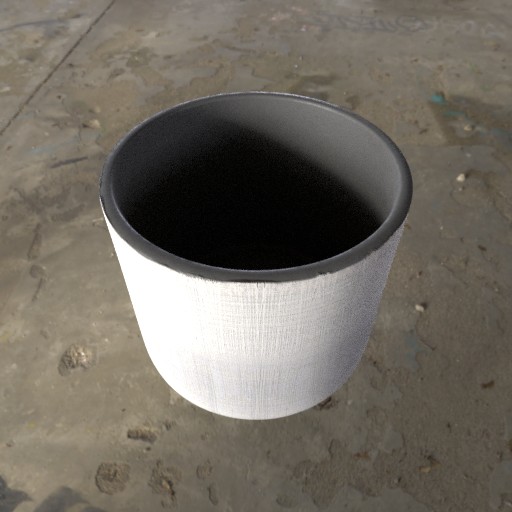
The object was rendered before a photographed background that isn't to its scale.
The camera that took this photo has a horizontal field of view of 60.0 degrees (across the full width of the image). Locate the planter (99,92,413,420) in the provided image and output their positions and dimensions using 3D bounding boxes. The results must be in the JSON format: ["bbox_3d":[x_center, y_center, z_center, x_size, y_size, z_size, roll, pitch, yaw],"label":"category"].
[{"bbox_3d":[0.000,0.000,0.440,0.254,0.221,0.254,0,47,0],"label":"planter"}]
